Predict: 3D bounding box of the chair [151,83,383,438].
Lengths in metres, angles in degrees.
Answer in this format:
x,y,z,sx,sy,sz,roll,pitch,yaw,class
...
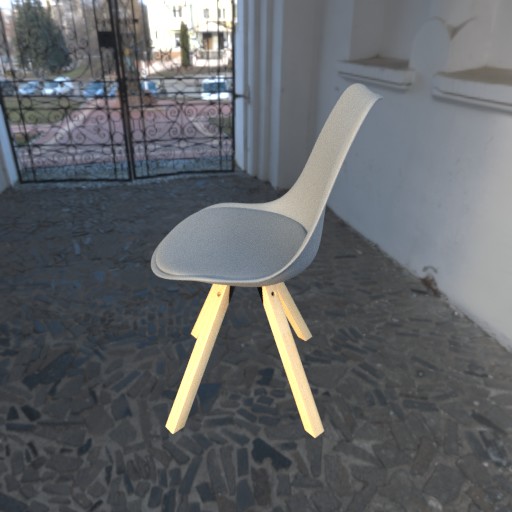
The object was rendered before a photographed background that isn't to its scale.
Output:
x,y,z,sx,sy,sz,roll,pitch,yaw,class
0.000,0.000,1.193,0.549,0.850,0.485,1,27,2,chair
